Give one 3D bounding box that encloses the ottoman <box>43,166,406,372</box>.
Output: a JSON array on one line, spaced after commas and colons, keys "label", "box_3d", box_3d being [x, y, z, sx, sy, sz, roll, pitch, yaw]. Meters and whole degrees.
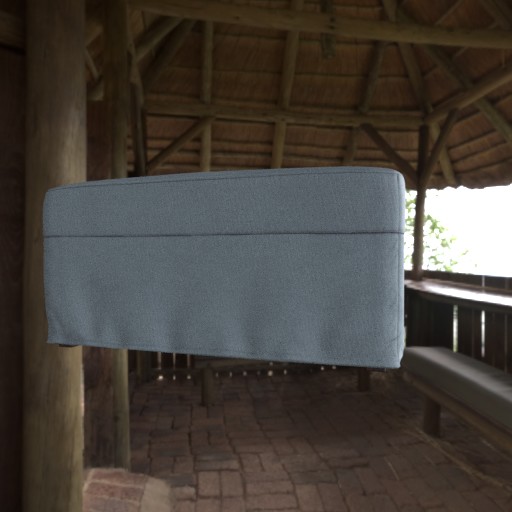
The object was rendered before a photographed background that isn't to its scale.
[{"label": "ottoman", "box_3d": [0.000, 0.000, 1.324, 0.843, 0.441, 0.842, 0, 0, 18]}]
